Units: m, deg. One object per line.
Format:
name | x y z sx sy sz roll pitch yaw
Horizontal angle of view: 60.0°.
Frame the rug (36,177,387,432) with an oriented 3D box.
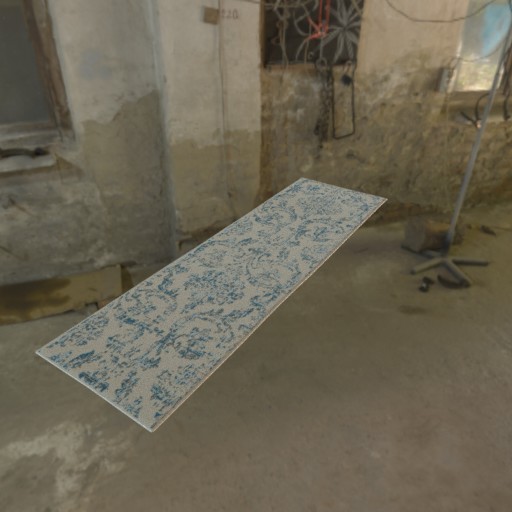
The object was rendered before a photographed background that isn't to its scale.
rug | 0.000 0.000 2.395 0.662 0.011 2.196 20 38 28
